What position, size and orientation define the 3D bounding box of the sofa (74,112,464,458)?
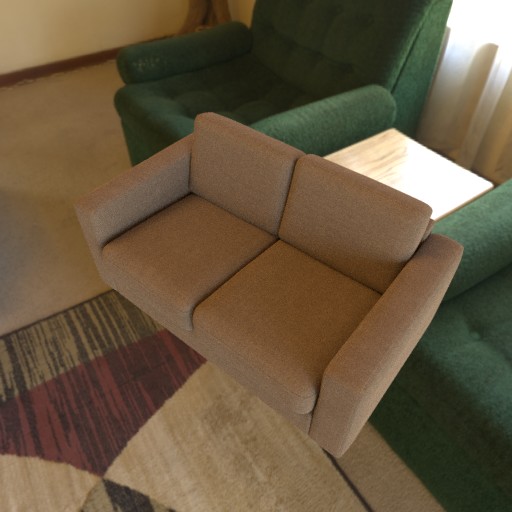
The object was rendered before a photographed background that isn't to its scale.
[{"bbox_3d":[0.000,0.000,2.034,1.520,0.800,0.900,30,53,26],"label":"sofa"}]
